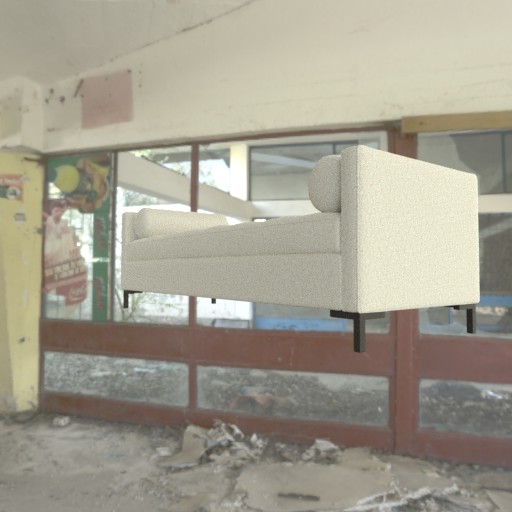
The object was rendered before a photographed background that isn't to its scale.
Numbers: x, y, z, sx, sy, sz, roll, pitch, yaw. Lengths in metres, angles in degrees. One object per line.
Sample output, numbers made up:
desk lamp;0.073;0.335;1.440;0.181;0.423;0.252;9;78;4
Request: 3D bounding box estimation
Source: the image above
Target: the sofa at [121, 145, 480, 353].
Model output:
sofa;0.000;0.000;2.313;0.746;0.641;1.985;1;-2;-37
